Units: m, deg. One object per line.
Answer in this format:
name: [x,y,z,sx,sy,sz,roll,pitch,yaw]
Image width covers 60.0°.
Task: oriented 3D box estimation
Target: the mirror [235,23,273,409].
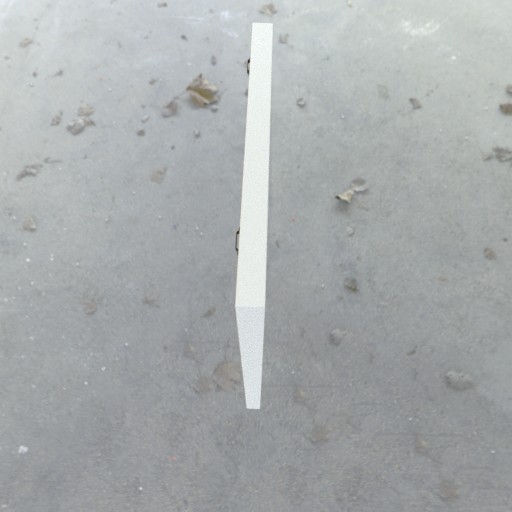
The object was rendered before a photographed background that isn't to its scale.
mirror: [0.000,0.000,0.937,0.039,0.710,0.507,2,62,1]
